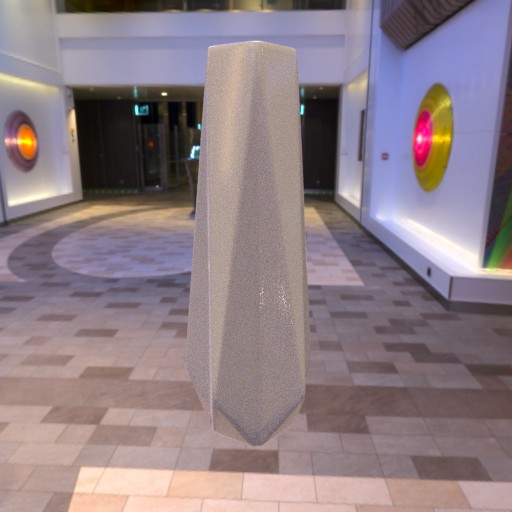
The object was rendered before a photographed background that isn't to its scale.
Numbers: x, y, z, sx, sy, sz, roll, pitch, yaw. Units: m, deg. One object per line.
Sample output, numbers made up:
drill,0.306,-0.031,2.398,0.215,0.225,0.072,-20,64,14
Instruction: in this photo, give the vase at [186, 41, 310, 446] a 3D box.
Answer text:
vase,0.000,0.000,0.383,0.122,0.329,0.116,-13,19,-42
